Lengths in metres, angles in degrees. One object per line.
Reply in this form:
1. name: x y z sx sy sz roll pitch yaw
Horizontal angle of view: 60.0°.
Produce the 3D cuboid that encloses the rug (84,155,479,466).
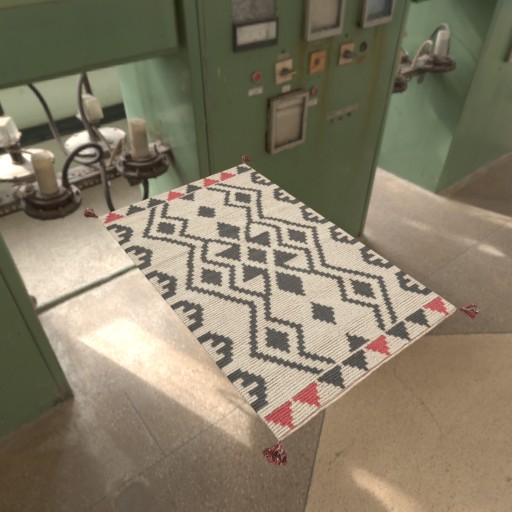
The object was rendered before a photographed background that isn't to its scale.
1. rug: 0.000 0.000 3.326 1.741 0.066 2.672 -26 47 -27
